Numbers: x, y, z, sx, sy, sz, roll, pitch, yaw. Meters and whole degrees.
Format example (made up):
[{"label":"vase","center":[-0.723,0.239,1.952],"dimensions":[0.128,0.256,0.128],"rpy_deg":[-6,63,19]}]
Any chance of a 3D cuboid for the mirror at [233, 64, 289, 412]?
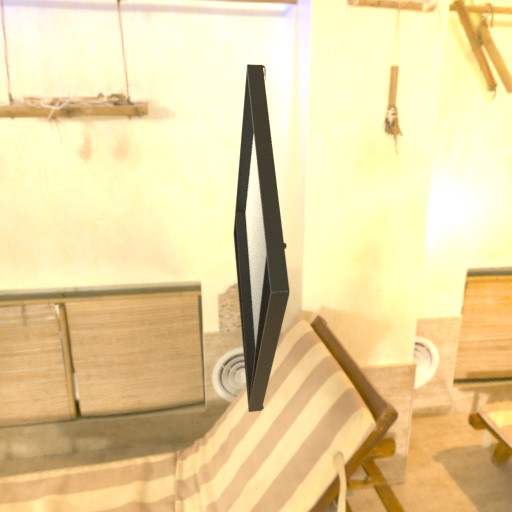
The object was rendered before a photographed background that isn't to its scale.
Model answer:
[{"label":"mirror","center":[0.000,0.000,0.848],"dimensions":[0.032,0.679,0.419],"rpy_deg":[-3,15,-10]}]
